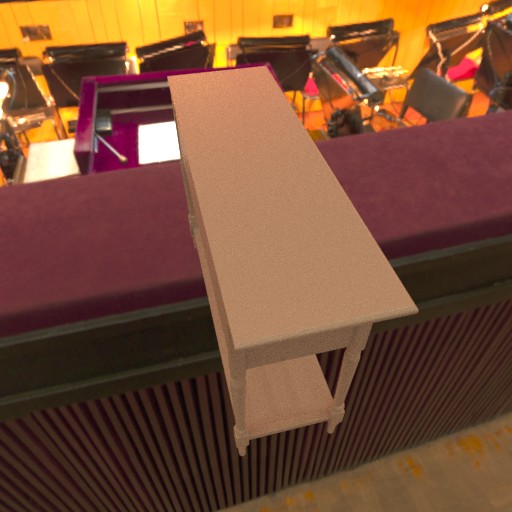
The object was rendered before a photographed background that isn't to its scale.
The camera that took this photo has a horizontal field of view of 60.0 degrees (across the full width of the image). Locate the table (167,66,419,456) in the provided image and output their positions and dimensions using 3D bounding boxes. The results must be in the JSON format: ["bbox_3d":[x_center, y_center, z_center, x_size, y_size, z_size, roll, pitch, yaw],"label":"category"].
[{"bbox_3d":[0.000,0.000,1.555,0.384,0.808,1.197,-10,47,-10],"label":"table"}]
